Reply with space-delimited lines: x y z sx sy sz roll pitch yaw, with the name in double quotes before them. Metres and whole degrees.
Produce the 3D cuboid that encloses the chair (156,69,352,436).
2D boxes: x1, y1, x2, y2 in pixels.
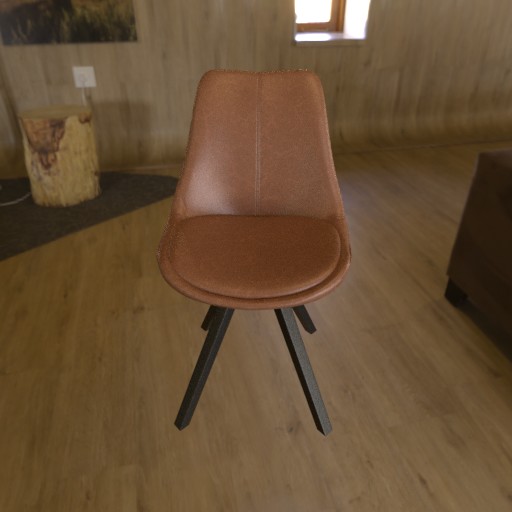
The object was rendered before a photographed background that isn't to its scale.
"chair" 0.000 0.000 1.177 0.475 0.850 0.550 1 31 2
